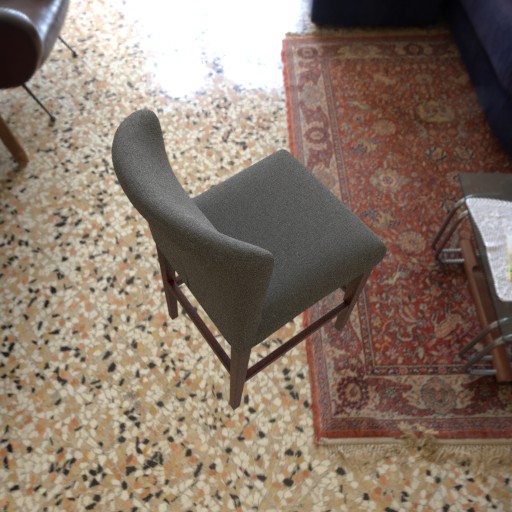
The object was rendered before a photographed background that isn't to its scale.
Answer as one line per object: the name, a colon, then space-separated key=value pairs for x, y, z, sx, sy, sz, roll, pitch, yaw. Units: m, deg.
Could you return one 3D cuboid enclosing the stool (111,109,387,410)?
stool: x=0.000 y=0.000 z=1.289 sx=0.568 sy=0.968 sz=0.479 roll=-32 pitch=64 yaw=-18
